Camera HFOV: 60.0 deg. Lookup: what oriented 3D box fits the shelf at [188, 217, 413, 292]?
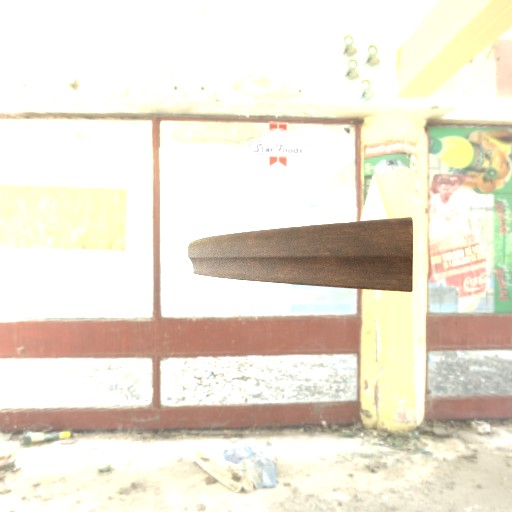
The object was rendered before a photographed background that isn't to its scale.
[{"bbox_3d":[0.000,0.000,0.477,0.310,0.050,0.310,0,0,17],"label":"shelf"}]
